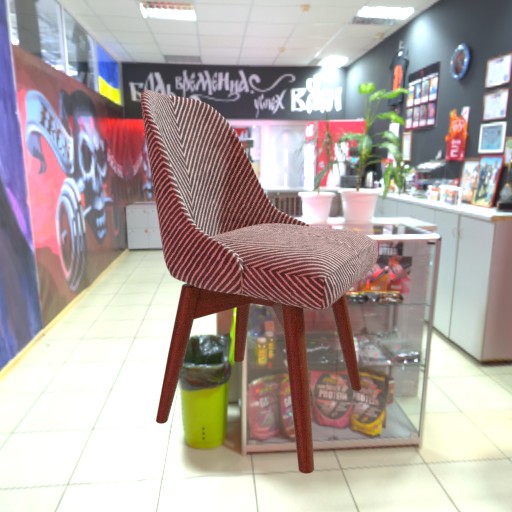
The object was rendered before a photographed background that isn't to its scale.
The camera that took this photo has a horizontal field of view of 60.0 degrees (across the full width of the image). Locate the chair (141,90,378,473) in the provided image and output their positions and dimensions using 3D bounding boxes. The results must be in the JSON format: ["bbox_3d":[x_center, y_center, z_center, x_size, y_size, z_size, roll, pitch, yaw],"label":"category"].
[{"bbox_3d":[0.000,0.000,1.228,0.591,0.883,0.504,6,14,27],"label":"chair"}]
